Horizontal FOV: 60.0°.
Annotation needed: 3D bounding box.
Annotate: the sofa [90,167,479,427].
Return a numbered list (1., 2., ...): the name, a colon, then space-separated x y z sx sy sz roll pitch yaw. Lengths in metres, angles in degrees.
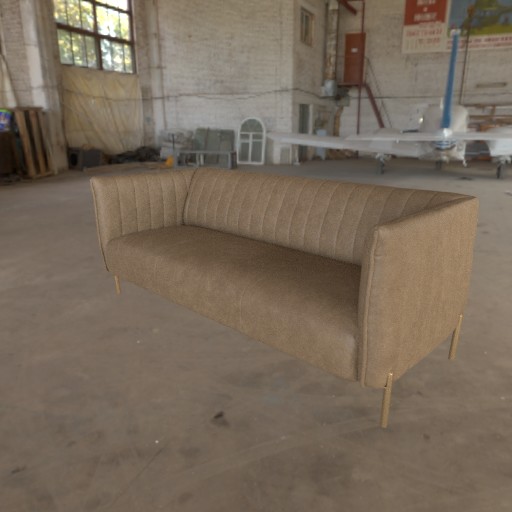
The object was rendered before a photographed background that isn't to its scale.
1. sofa: 0.000 0.000 2.376 1.980 0.779 0.876 16 23 42
